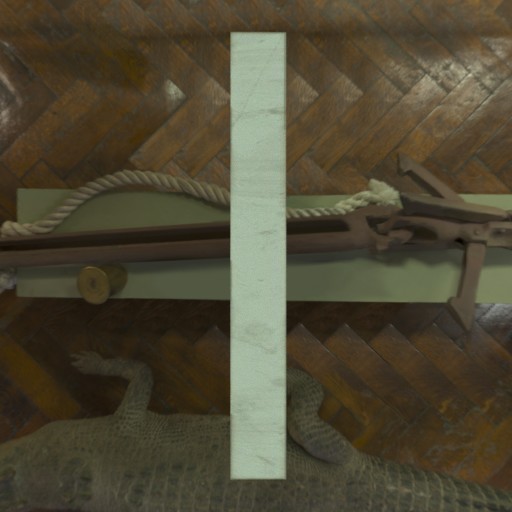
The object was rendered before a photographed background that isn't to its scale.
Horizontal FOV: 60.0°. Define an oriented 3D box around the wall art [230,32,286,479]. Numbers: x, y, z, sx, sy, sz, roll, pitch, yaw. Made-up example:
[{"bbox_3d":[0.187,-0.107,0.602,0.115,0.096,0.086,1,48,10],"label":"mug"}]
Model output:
[{"bbox_3d":[0.000,0.000,0.453,0.038,0.303,0.305,0,90,-1],"label":"wall art"}]
